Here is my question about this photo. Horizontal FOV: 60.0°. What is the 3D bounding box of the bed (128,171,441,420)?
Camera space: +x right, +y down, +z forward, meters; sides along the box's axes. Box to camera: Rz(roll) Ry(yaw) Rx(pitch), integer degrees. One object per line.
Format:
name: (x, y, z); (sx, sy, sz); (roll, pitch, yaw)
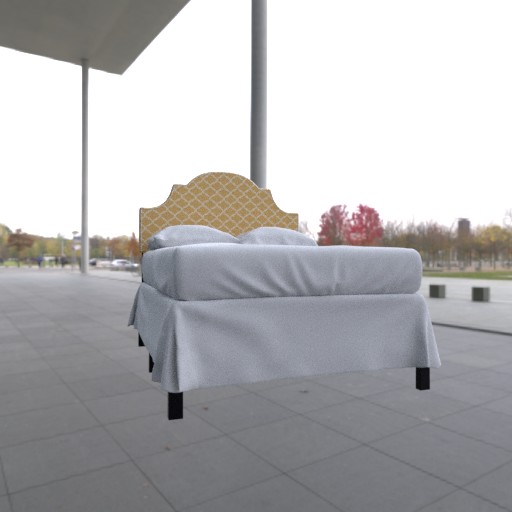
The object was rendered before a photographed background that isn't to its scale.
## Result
bed: (0.000, 0.000, 3.386); (1.780, 1.633, 2.222); (0, 0, -19)
